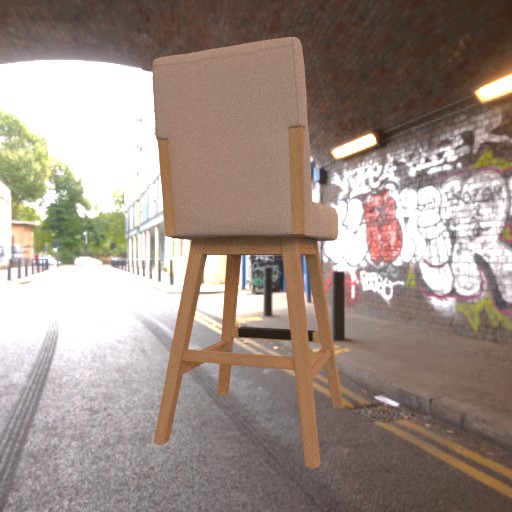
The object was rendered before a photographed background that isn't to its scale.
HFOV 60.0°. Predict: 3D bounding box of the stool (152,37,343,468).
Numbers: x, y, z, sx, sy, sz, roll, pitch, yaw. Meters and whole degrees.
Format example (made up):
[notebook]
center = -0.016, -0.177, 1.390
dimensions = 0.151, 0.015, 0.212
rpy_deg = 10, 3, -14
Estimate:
[stool]
center = 0.000, 0.000, 1.310
dimensions = 0.446, 1.015, 0.543
rpy_deg = 0, 0, 19
